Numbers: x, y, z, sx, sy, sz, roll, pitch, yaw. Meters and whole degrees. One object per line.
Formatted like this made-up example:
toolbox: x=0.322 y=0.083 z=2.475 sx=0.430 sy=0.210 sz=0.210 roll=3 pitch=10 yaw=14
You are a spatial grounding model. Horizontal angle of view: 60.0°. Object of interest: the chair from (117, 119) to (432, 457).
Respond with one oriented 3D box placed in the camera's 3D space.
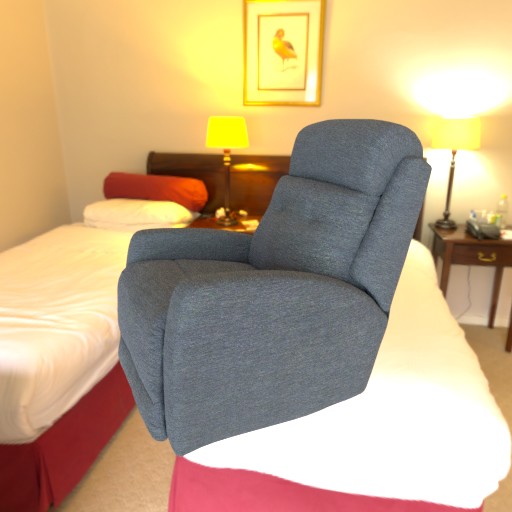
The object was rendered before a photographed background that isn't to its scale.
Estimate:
chair: x=0.000 y=0.000 z=1.715 sx=1.043 sy=1.013 sz=0.798 roll=-8 pitch=19 yaw=-25
